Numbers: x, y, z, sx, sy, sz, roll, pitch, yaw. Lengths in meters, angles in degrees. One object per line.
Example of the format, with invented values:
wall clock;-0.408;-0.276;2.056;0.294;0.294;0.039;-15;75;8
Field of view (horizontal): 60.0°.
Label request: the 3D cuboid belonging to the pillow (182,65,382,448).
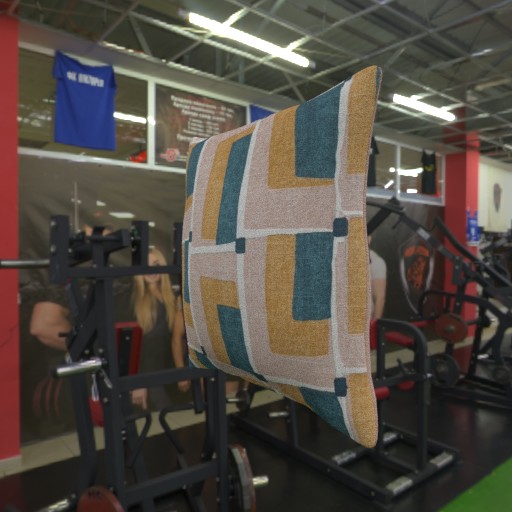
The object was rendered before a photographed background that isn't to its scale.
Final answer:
pillow;0.000;0.000;0.729;0.158;0.479;0.478;-1;2;-37
